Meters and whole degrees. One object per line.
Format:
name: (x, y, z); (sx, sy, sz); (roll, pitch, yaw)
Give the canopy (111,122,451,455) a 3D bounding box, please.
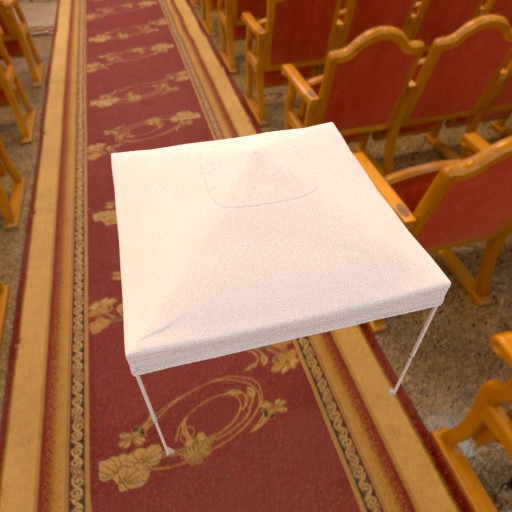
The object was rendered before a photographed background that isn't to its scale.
canopy: (0.000, 0.000, 5.369); (2.998, 2.997, 2.996); (-11, 48, -10)
